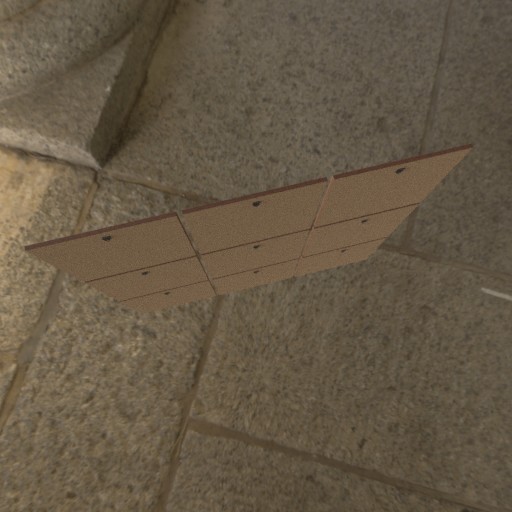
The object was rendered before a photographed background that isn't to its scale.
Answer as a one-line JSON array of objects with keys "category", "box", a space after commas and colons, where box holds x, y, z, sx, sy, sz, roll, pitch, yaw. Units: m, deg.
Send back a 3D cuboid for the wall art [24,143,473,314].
[{"category": "wall art", "box": [0.000, 0.000, 1.760, 1.221, 1.218, 0.019, -13, 75, -4]}]
